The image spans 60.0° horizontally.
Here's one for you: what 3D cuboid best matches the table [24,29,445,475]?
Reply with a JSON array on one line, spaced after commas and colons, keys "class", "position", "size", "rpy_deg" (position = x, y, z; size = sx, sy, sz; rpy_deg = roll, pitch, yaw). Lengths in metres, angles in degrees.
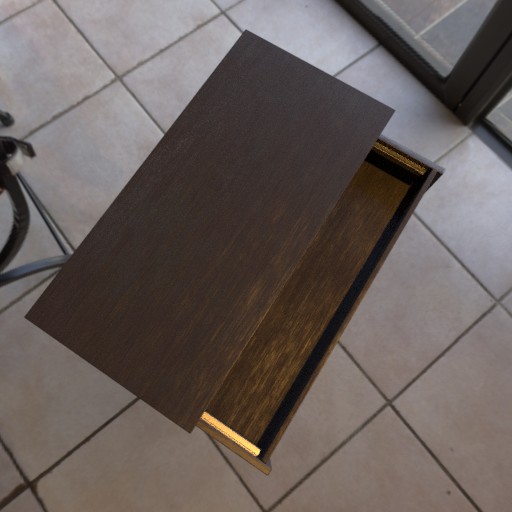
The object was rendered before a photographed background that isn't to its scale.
[{"class": "table", "position": [0.000, 0.000, 1.419], "size": [0.712, 0.570, 1.000], "rpy_deg": [32, 78, 8]}]
